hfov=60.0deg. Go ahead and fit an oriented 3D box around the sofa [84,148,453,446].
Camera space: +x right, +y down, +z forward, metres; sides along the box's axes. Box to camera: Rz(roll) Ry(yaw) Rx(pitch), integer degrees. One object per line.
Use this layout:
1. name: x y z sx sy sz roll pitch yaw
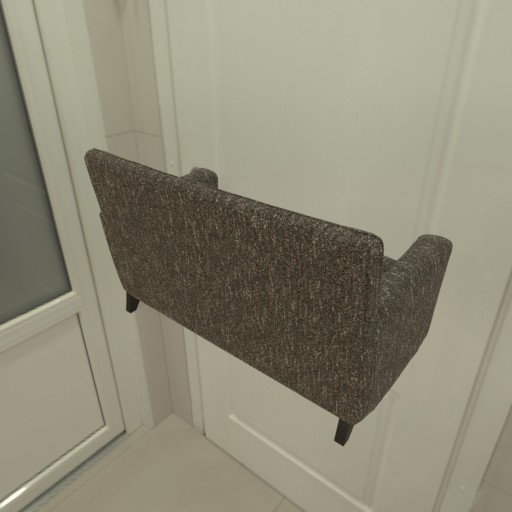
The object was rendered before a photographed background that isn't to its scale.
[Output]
1. sofa: 0.000 0.000 2.095 1.519 0.946 0.801 22 36 34
